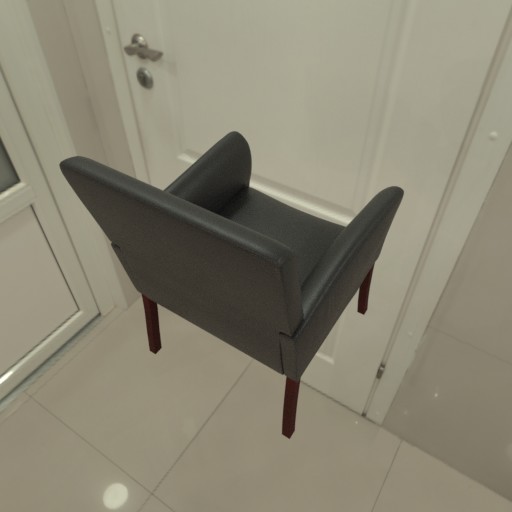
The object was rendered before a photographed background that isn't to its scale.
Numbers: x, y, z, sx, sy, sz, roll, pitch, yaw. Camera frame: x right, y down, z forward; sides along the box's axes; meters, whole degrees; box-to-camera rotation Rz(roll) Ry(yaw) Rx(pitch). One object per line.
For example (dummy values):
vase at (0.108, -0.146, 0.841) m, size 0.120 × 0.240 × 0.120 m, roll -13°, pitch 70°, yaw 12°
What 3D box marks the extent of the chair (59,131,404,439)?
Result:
chair at (0.000, 0.000, 1.483) m, size 0.683 × 0.951 × 0.772 m, roll 25°, pitch 50°, yaw 23°
